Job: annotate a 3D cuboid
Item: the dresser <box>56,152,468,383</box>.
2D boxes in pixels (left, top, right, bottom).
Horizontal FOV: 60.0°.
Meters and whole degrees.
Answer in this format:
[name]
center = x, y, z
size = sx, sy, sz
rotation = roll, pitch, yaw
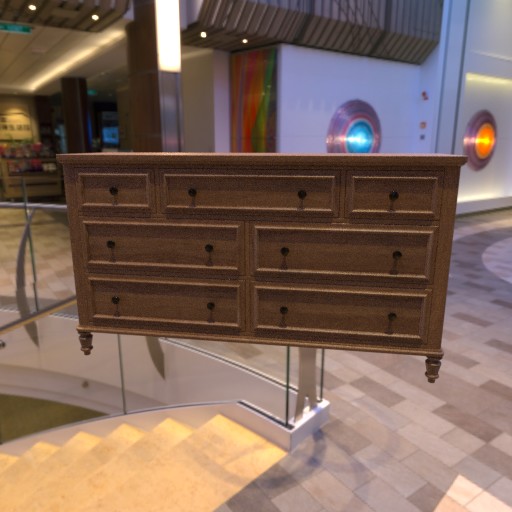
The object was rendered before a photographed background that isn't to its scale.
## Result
[dresser]
center = 0.000, 0.000, 1.989
size = 1.583, 0.892, 0.468
rotation = 2, 14, 9
